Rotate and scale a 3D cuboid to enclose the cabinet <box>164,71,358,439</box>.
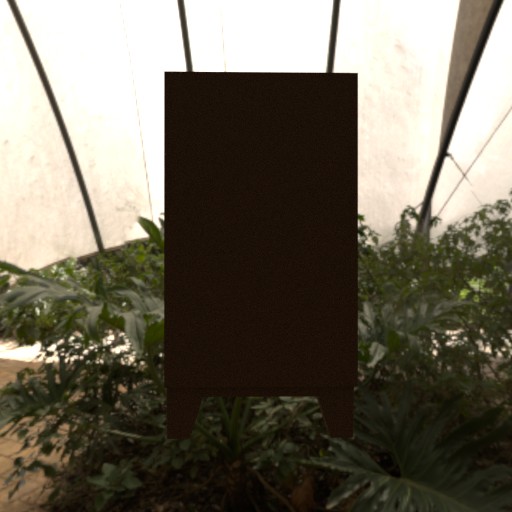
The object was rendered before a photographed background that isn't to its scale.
[{"bbox_3d":[0.000,0.000,1.798,0.482,0.914,1.396,0,0,-1],"label":"cabinet"}]
